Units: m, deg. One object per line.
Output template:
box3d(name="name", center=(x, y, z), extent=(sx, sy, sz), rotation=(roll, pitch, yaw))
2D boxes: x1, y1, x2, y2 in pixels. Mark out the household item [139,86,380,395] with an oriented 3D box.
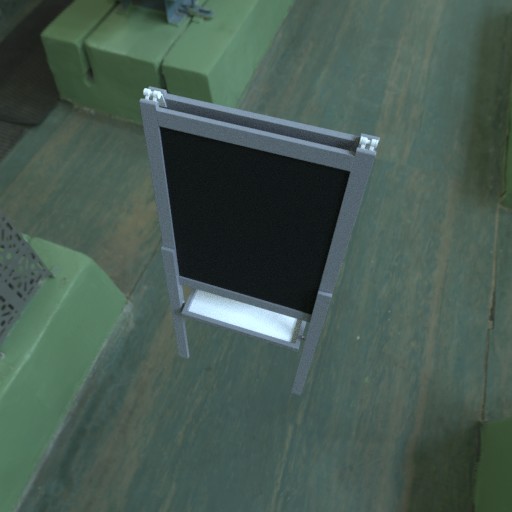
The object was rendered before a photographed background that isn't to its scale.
box3d(name="household item", center=(0.000, 0.000, 1.452), extent=(0.531, 1.172, 0.469), rotation=(15, 60, 9))
